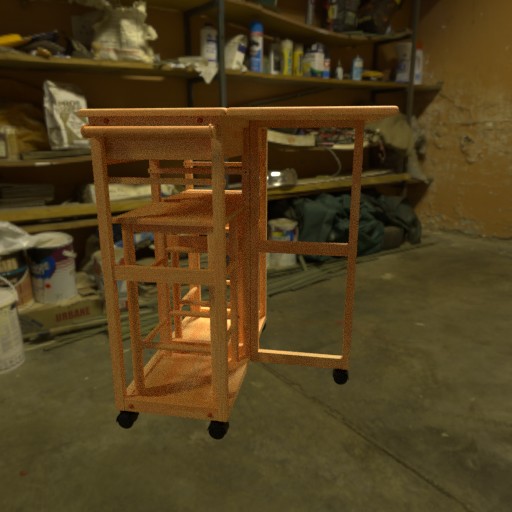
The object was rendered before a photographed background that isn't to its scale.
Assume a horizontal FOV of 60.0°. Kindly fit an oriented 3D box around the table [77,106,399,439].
[{"bbox_3d":[0.000,0.000,1.365,0.693,0.832,0.752,3,16,10],"label":"table"}]
